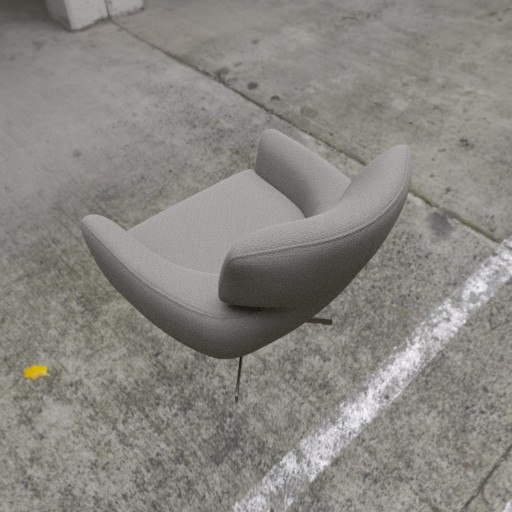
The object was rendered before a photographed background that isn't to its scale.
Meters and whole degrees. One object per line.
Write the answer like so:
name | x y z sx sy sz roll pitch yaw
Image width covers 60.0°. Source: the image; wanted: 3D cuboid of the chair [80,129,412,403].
chair | 0.000 0.000 1.342 0.760 0.810 0.730 -33 55 -27
